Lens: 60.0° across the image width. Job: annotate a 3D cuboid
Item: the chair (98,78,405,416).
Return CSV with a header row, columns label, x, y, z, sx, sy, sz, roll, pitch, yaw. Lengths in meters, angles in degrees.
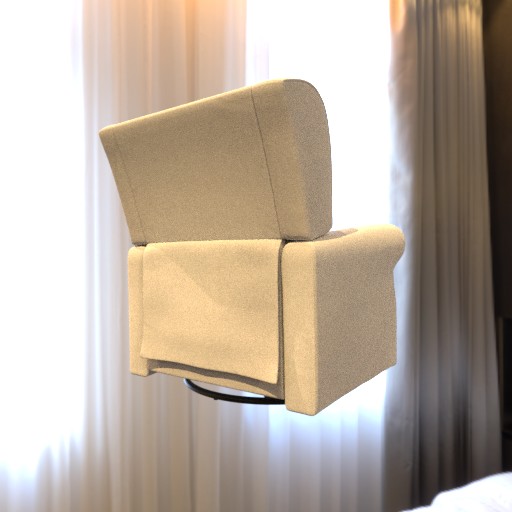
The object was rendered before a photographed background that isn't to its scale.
label,x,y,z,sx,sy,sz,roll,pitch,yaw
chair,0.000,0.000,1.677,0.906,0.967,0.854,0,-1,36
